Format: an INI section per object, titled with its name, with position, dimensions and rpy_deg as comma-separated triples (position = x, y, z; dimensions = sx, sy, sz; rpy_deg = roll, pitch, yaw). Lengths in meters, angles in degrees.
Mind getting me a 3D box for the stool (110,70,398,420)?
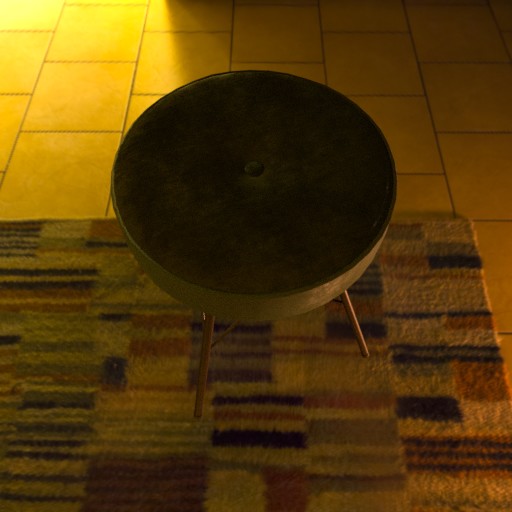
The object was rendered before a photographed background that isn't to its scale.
[stool]
position = 0.000, 0.000, 0.907
dimensions = 0.457, 0.595, 0.430
rpy_deg = -17, 63, -9
